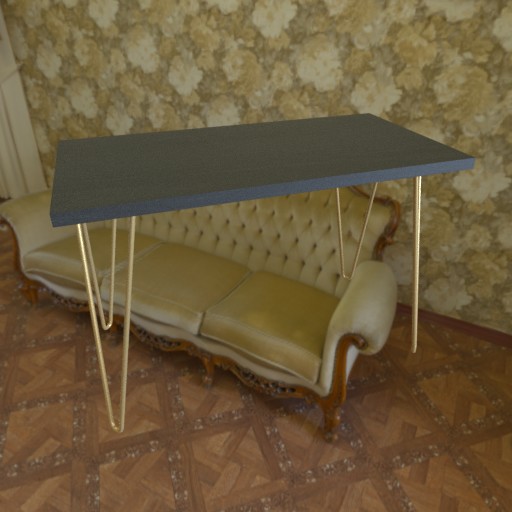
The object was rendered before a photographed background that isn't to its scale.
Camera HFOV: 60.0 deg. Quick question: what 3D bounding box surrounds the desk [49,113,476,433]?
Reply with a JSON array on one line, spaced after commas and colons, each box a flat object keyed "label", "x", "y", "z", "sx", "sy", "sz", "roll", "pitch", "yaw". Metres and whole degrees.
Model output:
[{"label": "desk", "x": 0.000, "y": 0.000, "z": 1.340, "sx": 0.991, "sy": 0.660, "sz": 0.499, "roll": -10, "pitch": 32, "yaw": -16}]
